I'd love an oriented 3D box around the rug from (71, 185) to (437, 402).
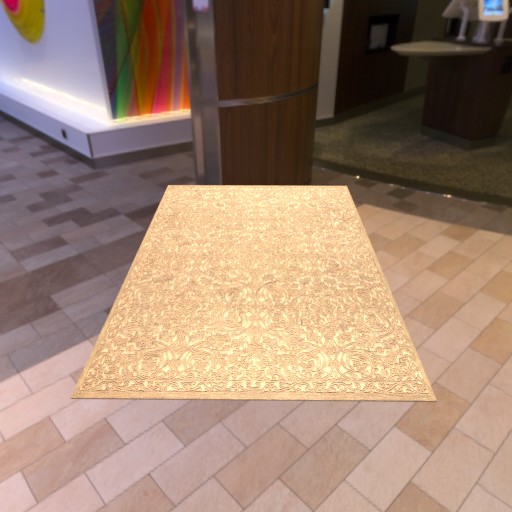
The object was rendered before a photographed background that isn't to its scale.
[{"bbox_3d":[0.000,0.000,2.254,1.221,0.006,1.827,0,32,1],"label":"rug"}]
